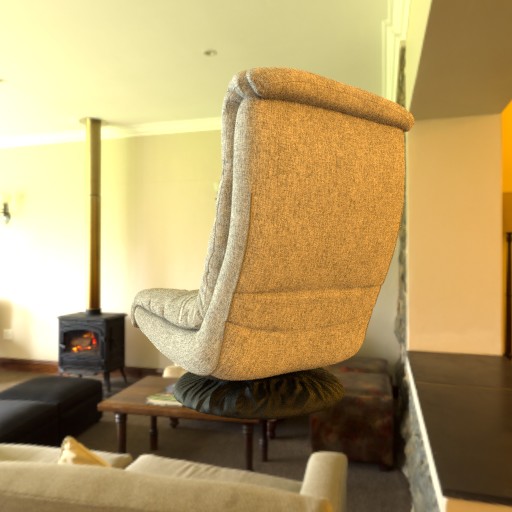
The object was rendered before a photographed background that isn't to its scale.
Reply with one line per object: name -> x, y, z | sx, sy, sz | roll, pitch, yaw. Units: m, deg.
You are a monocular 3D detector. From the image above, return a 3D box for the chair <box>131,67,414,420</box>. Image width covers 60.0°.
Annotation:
chair -> 0.000, 0.000, 0.973 | 0.400, 0.600, 0.583 | 0, 0, -34
